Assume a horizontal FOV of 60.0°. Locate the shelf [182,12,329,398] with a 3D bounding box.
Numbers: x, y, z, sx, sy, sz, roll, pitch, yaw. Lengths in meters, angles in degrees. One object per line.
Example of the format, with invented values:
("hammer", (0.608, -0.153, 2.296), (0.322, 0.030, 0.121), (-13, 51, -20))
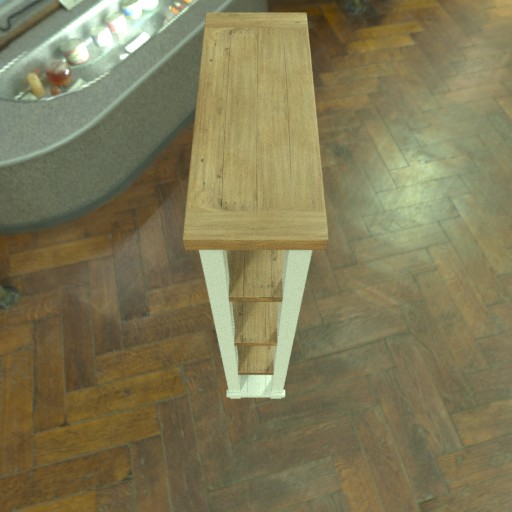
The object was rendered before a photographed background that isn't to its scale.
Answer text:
("shelf", (0.000, 0.000, 2.218), (0.381, 1.878, 1.022), (0, 59, 0))
